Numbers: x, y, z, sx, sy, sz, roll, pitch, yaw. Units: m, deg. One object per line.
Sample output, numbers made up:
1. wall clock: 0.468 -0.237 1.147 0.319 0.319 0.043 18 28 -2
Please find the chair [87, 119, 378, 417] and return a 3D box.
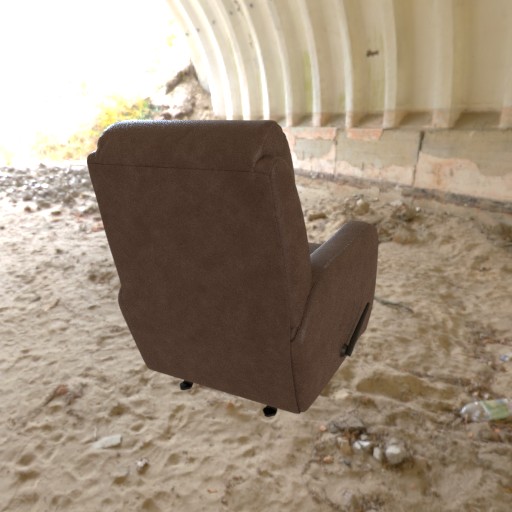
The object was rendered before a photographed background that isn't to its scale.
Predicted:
1. chair: 0.000 0.000 1.824 0.865 1.067 1.067 8 18 26
